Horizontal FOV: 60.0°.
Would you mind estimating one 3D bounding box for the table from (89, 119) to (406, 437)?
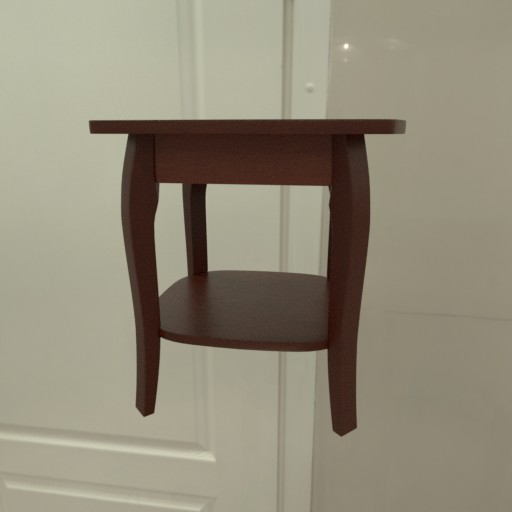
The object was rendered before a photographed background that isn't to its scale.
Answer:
[{"bbox_3d":[0.000,0.000,0.858,0.502,0.496,0.433,2,16,8],"label":"table"}]
